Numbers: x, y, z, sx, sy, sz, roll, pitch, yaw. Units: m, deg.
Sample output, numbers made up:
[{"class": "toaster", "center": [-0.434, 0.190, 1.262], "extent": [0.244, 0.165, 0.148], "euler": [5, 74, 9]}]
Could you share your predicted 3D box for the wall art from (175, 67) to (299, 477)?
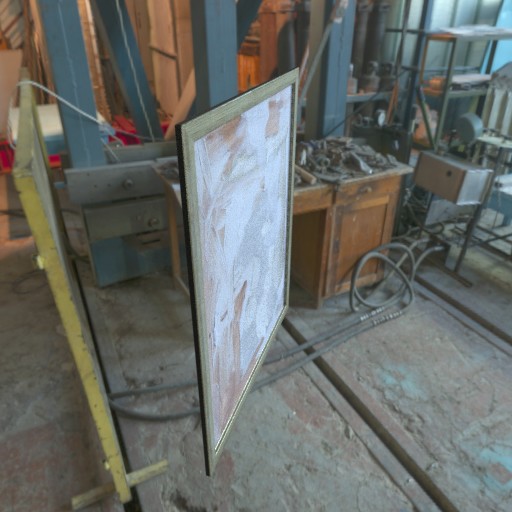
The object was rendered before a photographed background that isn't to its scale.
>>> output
[{"class": "wall art", "center": [0.000, 0.000, 0.775], "extent": [0.009, 0.559, 0.483], "euler": [9, 31, 16]}]
